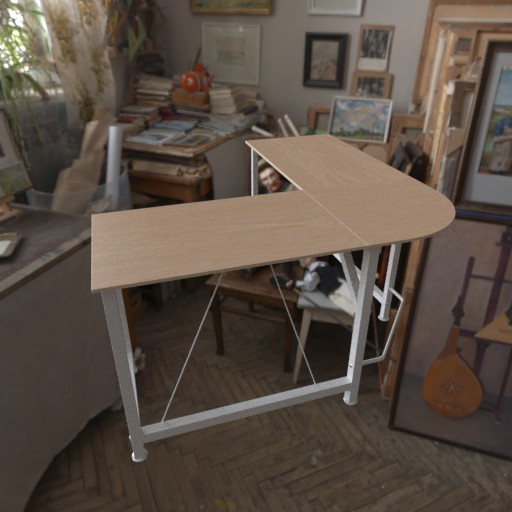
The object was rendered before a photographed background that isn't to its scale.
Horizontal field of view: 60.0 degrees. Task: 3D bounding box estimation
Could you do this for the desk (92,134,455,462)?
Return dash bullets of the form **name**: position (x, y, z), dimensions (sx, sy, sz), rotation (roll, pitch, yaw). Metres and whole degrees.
- **desk**: position (0.000, 0.000, 2.172), dimensions (1.400, 0.762, 1.400), rotation (-9, 30, -16)
